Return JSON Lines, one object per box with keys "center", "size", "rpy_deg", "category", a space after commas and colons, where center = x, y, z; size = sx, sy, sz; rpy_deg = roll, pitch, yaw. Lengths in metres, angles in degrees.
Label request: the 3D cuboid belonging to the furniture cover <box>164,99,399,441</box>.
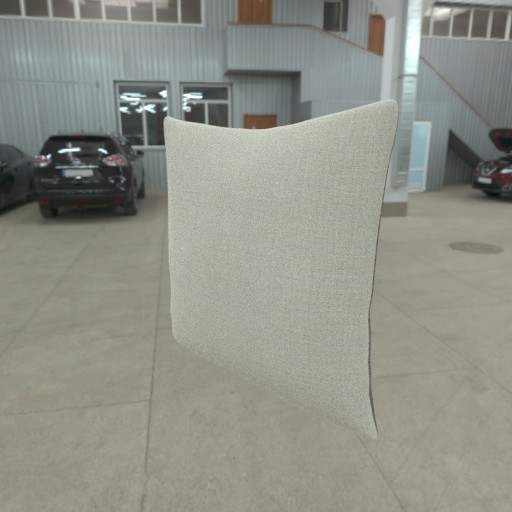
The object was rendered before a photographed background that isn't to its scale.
{"center": [0.000, 0.000, 0.662], "size": [0.435, 0.420, 0.145], "rpy_deg": [14, 21, 42], "category": "furniture cover"}
